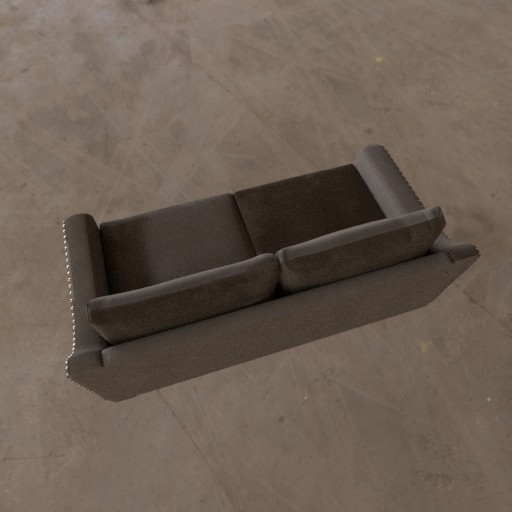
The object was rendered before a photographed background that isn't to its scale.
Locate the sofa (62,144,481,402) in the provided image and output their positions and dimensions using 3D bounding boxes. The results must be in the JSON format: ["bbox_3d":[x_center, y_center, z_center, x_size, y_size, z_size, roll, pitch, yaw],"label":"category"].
[{"bbox_3d":[0.000,0.000,3.234,2.550,1.196,1.336,-15,59,-9],"label":"sofa"}]
